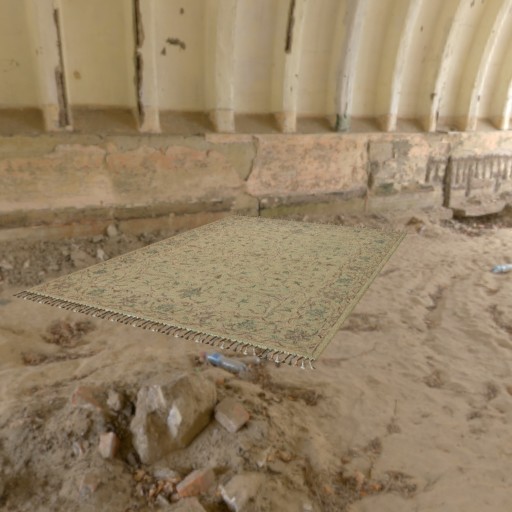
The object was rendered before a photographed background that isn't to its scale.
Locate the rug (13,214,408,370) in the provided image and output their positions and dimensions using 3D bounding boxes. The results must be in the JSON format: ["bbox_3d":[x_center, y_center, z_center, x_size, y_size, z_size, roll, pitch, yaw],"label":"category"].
[{"bbox_3d":[0.000,0.000,2.228,1.247,0.008,1.802,8,18,25],"label":"rug"}]
